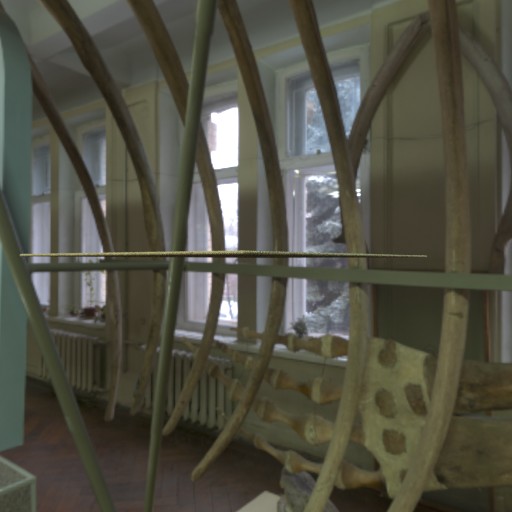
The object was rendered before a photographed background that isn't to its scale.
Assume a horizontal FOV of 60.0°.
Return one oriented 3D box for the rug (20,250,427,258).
[{"bbox_3d":[0.000,0.000,2.311,1.240,0.010,1.824,0,-1,36],"label":"rug"}]
